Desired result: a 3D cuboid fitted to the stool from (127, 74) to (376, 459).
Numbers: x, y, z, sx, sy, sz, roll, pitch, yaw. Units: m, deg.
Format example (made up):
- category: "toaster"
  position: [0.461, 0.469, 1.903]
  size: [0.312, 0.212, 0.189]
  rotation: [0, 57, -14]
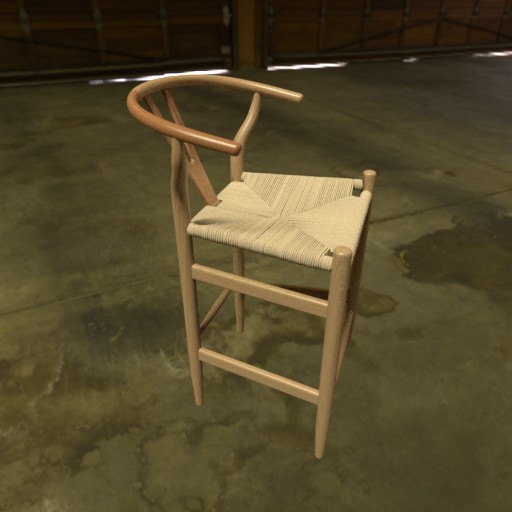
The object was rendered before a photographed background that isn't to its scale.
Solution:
- category: "stool"
  position: [0.000, 0.000, 1.271]
  size: [0.575, 0.923, 0.536]
  rotation: [10, 32, 16]
